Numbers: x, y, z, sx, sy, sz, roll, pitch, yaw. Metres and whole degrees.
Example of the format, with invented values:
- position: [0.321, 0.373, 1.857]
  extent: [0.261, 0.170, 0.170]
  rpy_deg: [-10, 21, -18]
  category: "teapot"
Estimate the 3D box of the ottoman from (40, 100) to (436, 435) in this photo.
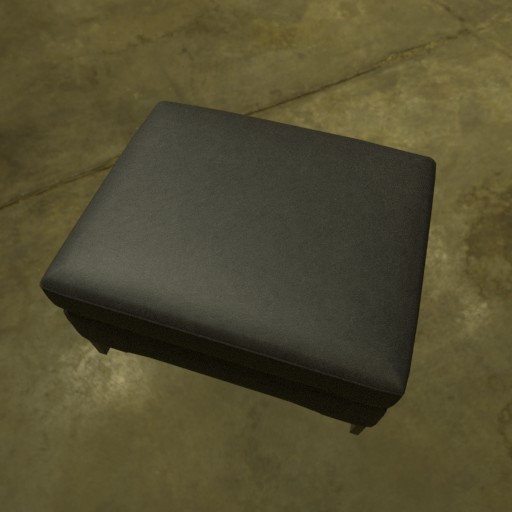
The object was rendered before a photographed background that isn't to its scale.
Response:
- position: [0.000, 0.000, 1.780]
  extent: [1.187, 0.696, 0.967]
  rpy_deg: [15, 59, 9]
  category: "ottoman"
